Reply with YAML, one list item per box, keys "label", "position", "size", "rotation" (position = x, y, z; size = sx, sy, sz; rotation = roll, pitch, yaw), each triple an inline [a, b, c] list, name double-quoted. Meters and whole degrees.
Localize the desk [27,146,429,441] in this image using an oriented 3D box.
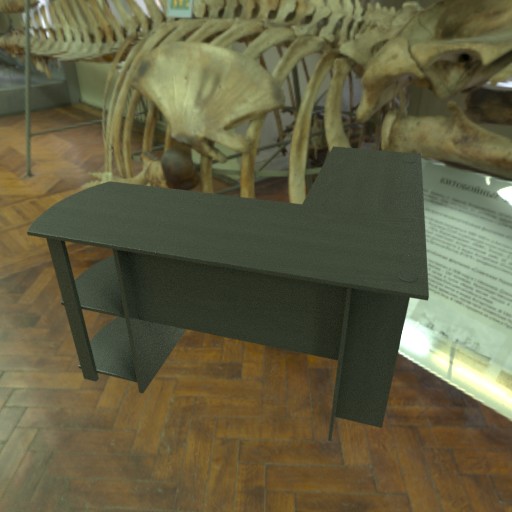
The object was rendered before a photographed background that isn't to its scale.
- label: "desk"
  position: [0.000, 0.000, 2.069]
  size: [1.361, 0.716, 1.303]
  rotation: [9, 31, 15]
